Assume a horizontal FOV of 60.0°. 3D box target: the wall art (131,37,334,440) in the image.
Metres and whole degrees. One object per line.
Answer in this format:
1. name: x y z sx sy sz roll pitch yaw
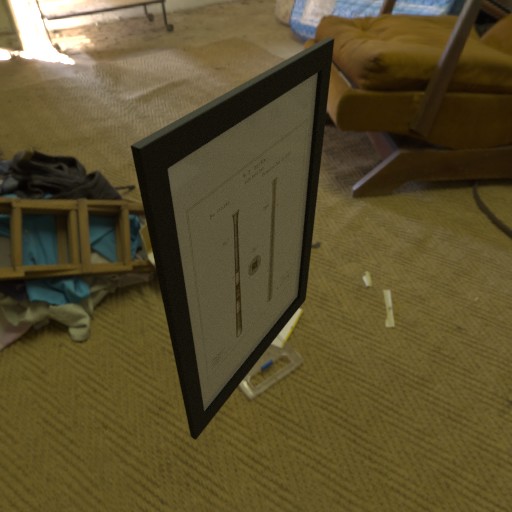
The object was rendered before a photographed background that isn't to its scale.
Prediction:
1. wall art: 0.000 0.000 0.670 0.012 0.529 0.374 24 47 24
